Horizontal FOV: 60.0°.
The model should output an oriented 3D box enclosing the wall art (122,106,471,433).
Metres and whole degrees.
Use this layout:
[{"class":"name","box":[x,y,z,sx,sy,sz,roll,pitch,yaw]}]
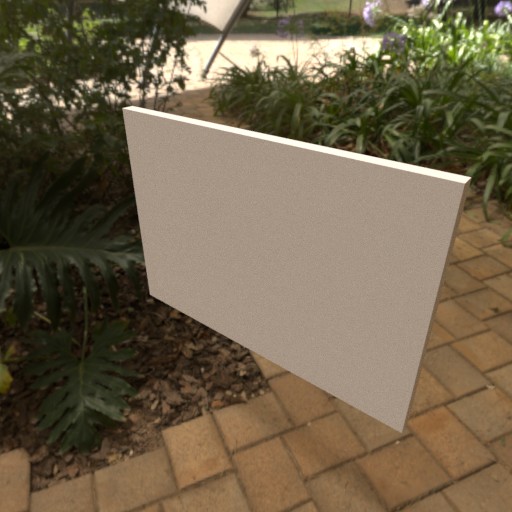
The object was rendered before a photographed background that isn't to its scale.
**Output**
[{"class":"wall art","box":[0.000,0.000,1.648,1.308,0.902,0.051,22,37,32]}]
